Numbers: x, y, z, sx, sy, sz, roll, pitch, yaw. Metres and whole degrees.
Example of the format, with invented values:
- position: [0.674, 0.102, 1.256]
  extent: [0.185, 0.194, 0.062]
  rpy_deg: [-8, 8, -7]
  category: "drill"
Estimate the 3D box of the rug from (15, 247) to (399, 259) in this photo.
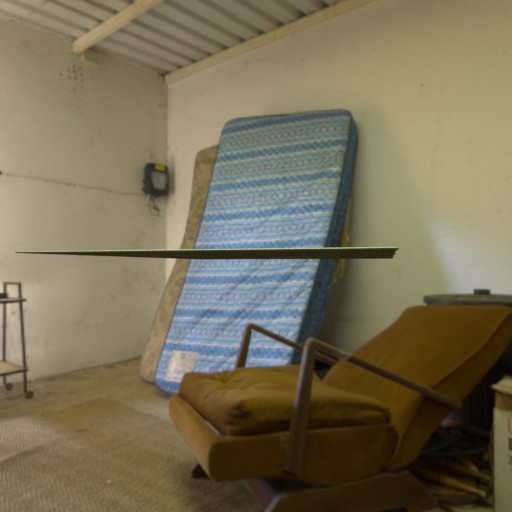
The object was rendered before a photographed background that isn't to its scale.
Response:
- position: [0.000, 0.000, 3.954]
  extent: [2.363, 0.012, 2.980]
  rpy_deg: [0, -1, 17]
  category: "rug"
